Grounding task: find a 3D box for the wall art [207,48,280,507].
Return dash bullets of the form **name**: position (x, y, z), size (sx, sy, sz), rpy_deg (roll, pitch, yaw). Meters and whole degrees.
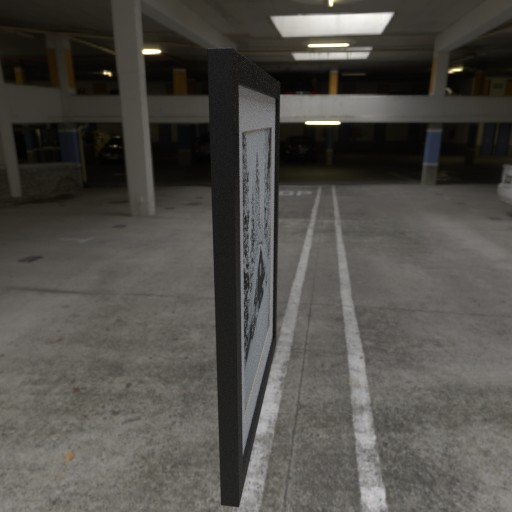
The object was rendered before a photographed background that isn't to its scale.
- **wall art**: position (0.000, 0.000, 0.514), size (0.018, 0.397, 0.325), rpy_deg (3, 18, 8)
